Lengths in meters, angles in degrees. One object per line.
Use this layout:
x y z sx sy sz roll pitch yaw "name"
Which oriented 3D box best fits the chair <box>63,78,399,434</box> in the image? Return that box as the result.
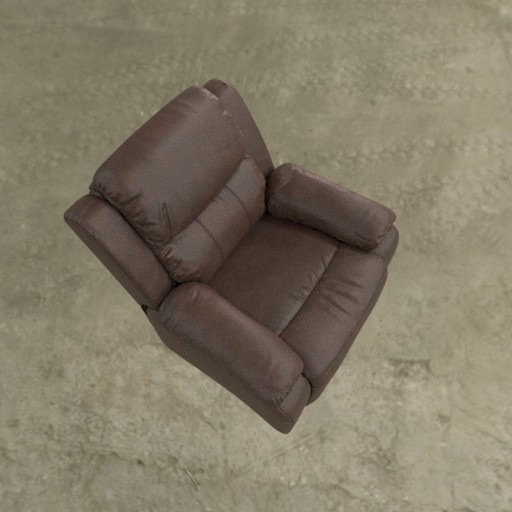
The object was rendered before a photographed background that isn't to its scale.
0.000 0.000 1.278 0.707 0.702 0.680 30 64 16 "chair"
